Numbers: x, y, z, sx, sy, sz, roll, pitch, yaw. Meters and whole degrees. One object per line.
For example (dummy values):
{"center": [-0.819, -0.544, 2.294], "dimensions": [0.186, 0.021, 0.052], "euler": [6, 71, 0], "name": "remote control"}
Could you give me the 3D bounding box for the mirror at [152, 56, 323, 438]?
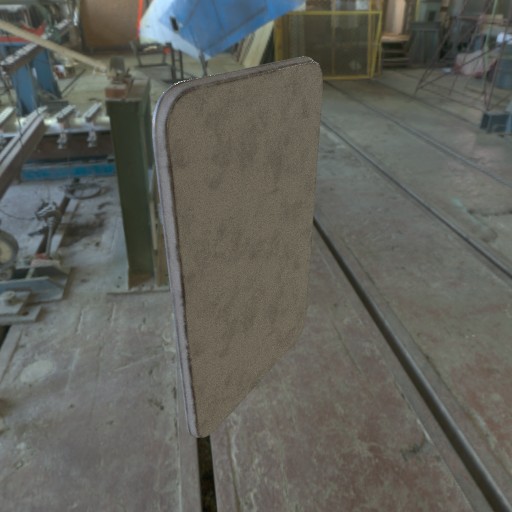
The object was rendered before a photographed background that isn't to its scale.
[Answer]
{"center": [0.000, 0.000, 0.901], "dimensions": [0.024, 0.713, 0.461], "euler": [19, 36, 29], "name": "mirror"}
